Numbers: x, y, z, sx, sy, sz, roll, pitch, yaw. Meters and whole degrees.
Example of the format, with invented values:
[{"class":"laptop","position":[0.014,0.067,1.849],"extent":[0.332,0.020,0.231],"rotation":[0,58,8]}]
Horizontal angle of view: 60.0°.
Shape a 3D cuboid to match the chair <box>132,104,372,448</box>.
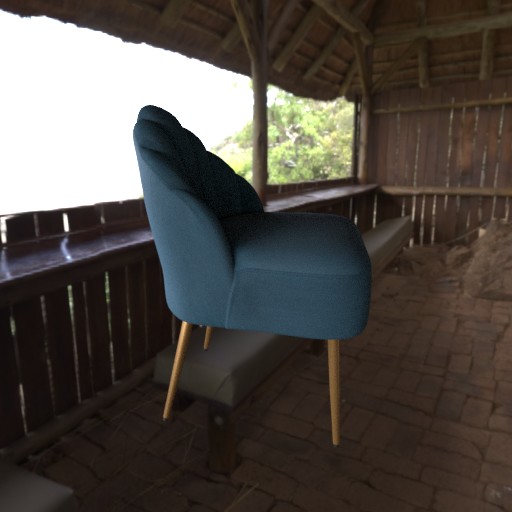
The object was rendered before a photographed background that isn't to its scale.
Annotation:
[{"class":"chair","position":[0.000,0.000,1.254],"extent":[0.599,0.819,0.657],"rotation":[2,14,8]}]
